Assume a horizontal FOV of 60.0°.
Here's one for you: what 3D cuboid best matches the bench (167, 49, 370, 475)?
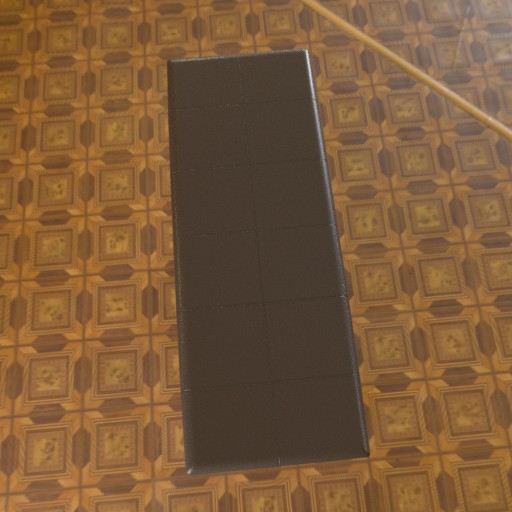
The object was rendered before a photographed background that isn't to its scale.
[{"bbox_3d":[0.000,0.000,1.322,0.429,0.457,1.092,-5,74,-1],"label":"bench"}]
